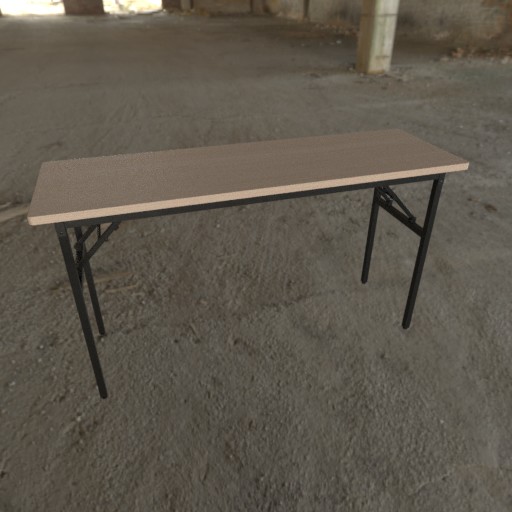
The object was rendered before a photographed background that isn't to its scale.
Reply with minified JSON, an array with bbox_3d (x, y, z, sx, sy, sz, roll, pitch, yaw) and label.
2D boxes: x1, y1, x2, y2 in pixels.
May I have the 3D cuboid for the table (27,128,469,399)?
[{"bbox_3d":[0.000,0.000,1.711,1.397,0.750,0.447,-9,33,-15],"label":"table"}]
